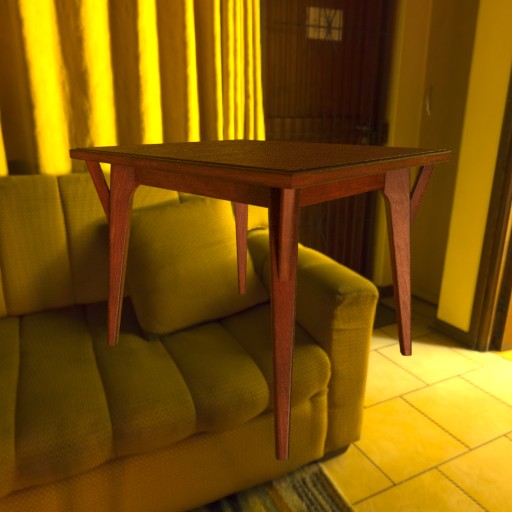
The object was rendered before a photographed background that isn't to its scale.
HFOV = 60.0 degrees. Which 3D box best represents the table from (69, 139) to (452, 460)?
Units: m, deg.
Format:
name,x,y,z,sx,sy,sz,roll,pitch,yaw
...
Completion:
name,x,y,z,sx,sy,sz,roll,pitch,yaw
table,0.000,0.000,1.612,0.991,0.761,0.838,16,24,41
